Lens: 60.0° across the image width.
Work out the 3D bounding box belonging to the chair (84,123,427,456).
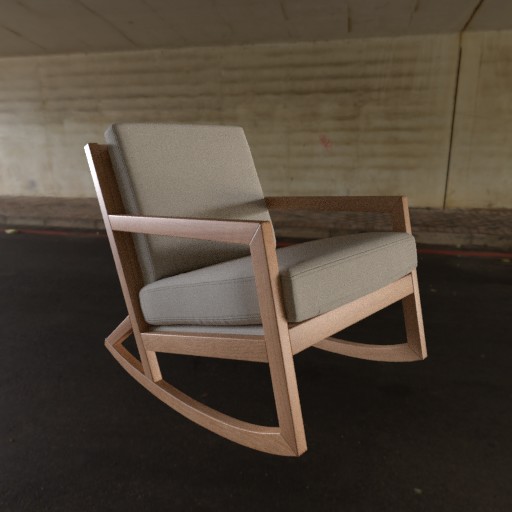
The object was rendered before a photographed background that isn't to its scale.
[{"bbox_3d":[0.000,0.000,1.355,0.857,0.790,0.622,14,20,43],"label":"chair"}]
